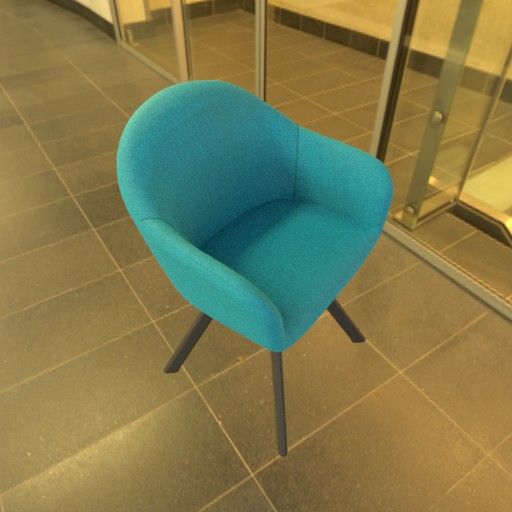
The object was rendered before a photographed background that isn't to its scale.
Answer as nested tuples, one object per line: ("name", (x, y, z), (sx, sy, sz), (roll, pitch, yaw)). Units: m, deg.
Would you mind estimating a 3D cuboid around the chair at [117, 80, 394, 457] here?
("chair", (0.000, 0.000, 1.182), (0.550, 0.795, 0.590), (26, 48, 26))
